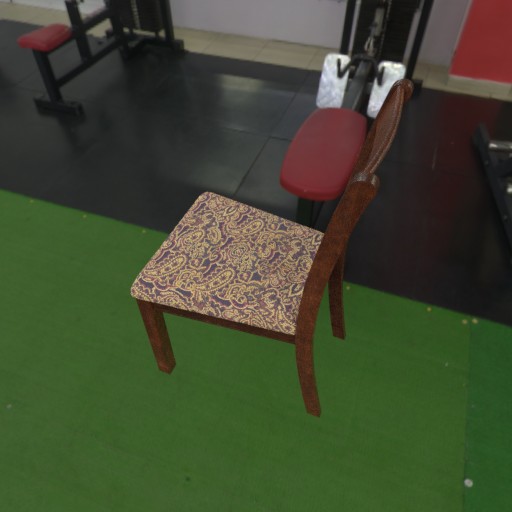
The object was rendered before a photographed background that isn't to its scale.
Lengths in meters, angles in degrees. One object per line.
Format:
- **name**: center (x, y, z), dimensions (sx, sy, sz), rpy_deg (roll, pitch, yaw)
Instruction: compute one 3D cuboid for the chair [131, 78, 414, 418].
- **chair**: center (0.000, 0.000, 1.261), dimensions (0.584, 0.965, 0.457), rpy_deg (17, 49, 15)
